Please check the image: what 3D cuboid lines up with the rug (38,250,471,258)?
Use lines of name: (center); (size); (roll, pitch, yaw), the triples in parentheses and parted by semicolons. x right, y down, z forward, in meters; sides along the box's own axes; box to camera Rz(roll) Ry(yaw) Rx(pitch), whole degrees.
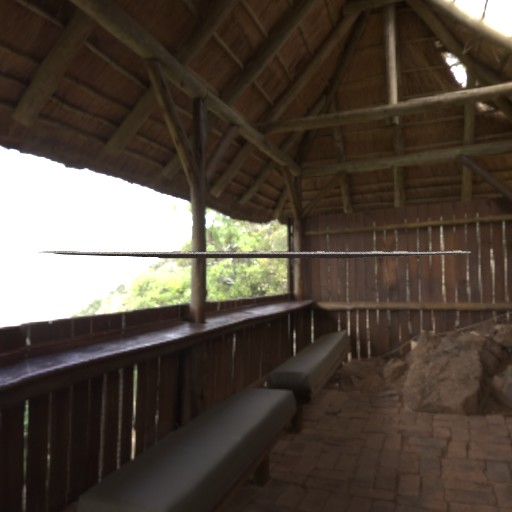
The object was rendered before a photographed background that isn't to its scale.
rug: (0.000, 0.000, 4.093); (2.443, 0.024, 3.228); (0, -1, 1)
